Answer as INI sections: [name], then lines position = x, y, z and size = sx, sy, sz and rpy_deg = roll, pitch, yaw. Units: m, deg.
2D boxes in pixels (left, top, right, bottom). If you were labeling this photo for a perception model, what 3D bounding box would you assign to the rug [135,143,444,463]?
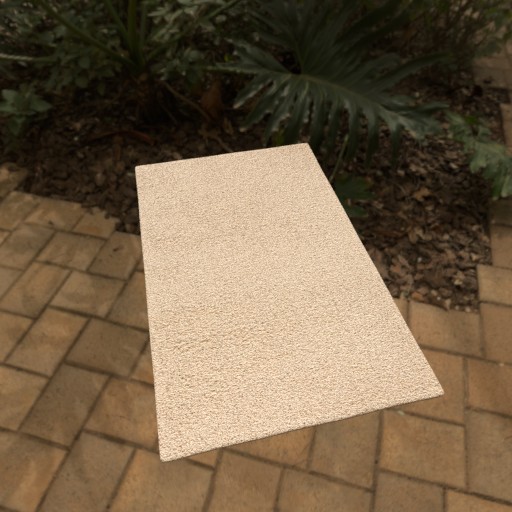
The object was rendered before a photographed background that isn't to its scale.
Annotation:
[rug]
position = 0.000, 0.000, 3.067
size = 1.524, 0.030, 2.438
rpy_deg = -10, 49, -9
